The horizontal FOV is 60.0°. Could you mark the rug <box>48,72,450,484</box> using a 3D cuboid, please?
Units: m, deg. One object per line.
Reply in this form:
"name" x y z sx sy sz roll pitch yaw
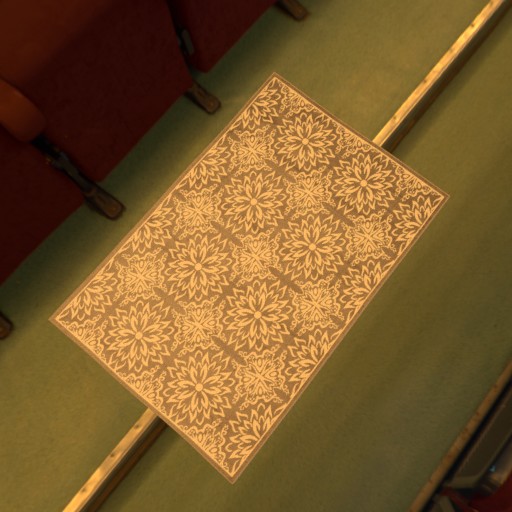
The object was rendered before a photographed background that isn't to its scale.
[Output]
"rug" 0.000 0.000 2.327 1.224 0.012 1.847 38 80 8
